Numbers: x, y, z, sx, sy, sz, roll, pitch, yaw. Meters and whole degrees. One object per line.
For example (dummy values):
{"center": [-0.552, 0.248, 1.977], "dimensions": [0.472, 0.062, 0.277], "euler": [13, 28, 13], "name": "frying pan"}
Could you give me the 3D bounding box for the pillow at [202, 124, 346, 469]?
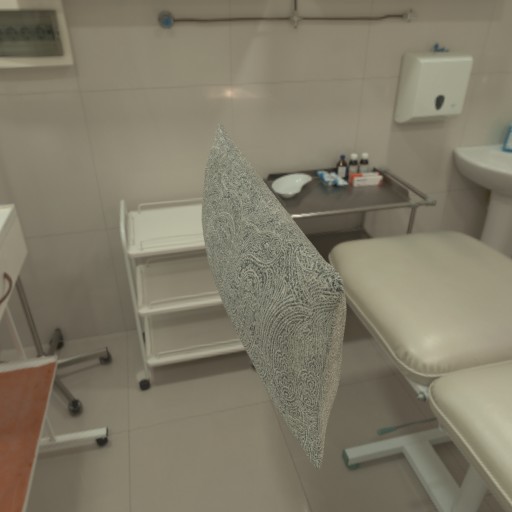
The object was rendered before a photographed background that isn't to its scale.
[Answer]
{"center": [0.000, 0.000, 0.745], "dimensions": [0.151, 0.295, 0.615], "euler": [-8, 32, -13], "name": "pillow"}
